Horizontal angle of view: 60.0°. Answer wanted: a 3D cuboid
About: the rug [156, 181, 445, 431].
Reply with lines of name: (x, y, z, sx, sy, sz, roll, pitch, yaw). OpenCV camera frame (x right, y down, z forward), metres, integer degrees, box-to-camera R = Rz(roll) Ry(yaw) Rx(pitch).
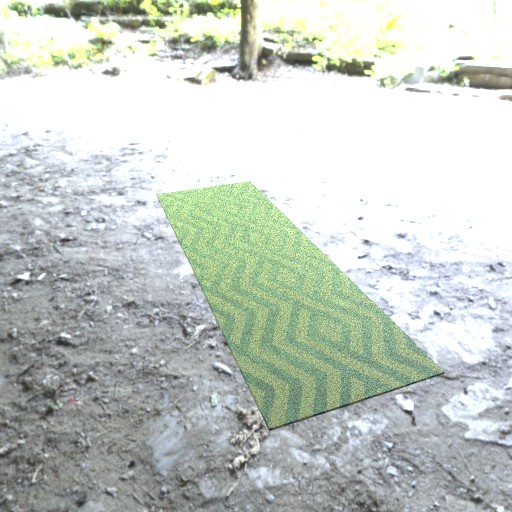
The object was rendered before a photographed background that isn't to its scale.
rug: (0.000, 0.000, 1.689, 0.503, 0.007, 1.492, -11, 32, -18)
